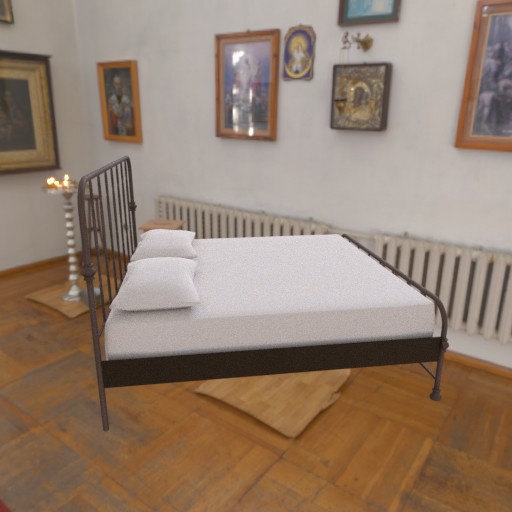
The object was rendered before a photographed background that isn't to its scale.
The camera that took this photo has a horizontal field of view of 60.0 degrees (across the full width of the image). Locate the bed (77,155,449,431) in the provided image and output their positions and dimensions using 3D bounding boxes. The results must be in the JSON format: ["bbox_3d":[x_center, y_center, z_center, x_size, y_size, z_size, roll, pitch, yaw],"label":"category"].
[{"bbox_3d":[0.000,0.000,3.456,2.134,1.446,2.044,-2,17,-8],"label":"bed"}]
